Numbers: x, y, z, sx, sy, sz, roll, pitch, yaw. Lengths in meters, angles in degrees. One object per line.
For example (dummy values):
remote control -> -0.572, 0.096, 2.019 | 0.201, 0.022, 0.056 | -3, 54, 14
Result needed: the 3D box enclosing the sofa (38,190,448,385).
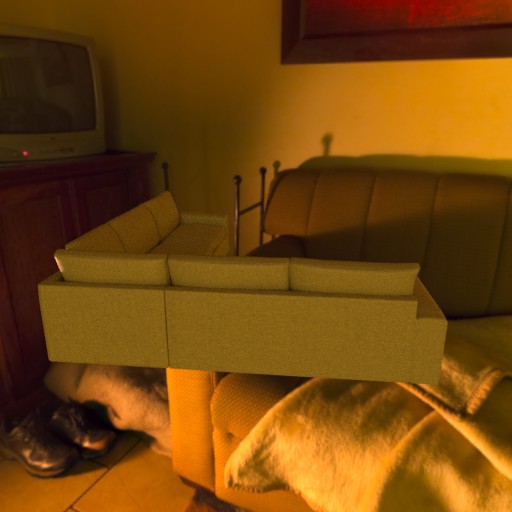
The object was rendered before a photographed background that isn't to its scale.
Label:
sofa -> 0.000, 0.000, 4.116 | 2.622, 0.800, 2.742 | 2, 18, 6
